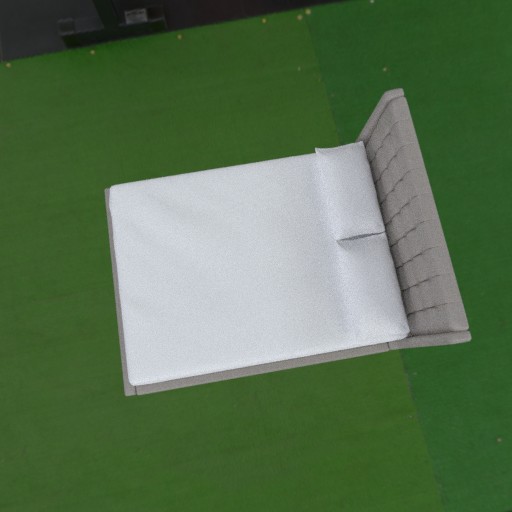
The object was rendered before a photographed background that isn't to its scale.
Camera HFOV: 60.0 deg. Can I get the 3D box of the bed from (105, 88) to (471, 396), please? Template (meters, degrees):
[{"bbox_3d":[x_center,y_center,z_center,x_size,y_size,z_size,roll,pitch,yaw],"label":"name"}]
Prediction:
[{"bbox_3d":[0.000,0.000,3.213,2.232,1.147,1.656,-9,77,-2],"label":"bed"}]
